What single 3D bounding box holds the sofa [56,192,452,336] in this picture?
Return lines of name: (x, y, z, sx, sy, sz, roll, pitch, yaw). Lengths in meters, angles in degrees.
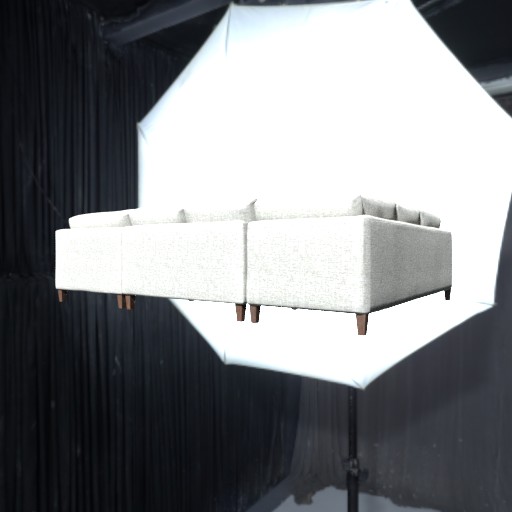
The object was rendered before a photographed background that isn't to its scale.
sofa: (0.000, 0.000, 4.742, 3.460, 0.959, 2.593, 0, 1, 35)
